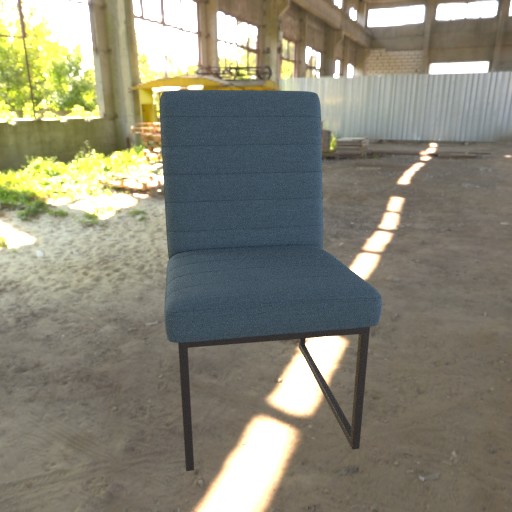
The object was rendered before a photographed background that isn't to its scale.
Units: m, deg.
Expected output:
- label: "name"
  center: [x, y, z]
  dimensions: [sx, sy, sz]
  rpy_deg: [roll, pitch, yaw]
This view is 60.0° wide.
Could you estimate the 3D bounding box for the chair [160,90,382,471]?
- label: "chair"
  center: [0.000, 0.000, 1.295]
  dimensions: [0.520, 0.930, 0.634]
  rpy_deg: [-3, 18, -9]
